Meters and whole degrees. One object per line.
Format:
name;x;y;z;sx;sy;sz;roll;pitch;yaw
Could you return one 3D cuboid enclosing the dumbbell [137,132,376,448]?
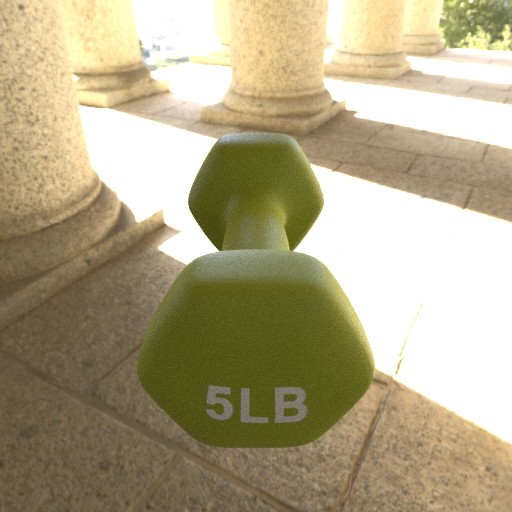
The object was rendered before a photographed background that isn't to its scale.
dumbbell;0.000;0.000;0.203;0.080;0.072;0.164;0;32;1
